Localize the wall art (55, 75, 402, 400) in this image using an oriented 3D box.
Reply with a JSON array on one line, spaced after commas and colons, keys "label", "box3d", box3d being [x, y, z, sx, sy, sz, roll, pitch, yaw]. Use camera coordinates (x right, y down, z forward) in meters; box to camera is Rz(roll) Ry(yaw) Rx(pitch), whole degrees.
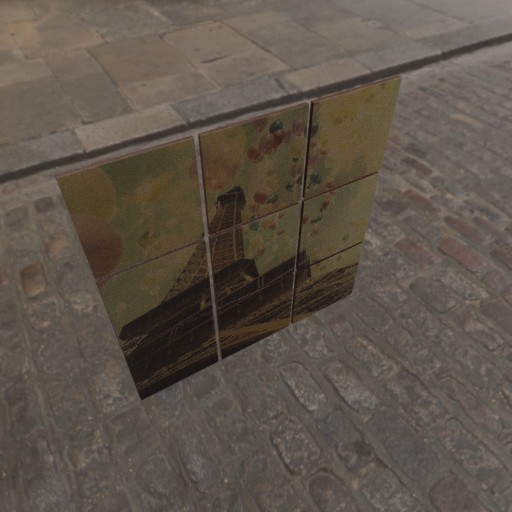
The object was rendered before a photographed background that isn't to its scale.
[{"label": "wall art", "box3d": [0.000, 0.000, 1.859, 1.256, 1.246, 0.017, -23, 49, -21]}]
